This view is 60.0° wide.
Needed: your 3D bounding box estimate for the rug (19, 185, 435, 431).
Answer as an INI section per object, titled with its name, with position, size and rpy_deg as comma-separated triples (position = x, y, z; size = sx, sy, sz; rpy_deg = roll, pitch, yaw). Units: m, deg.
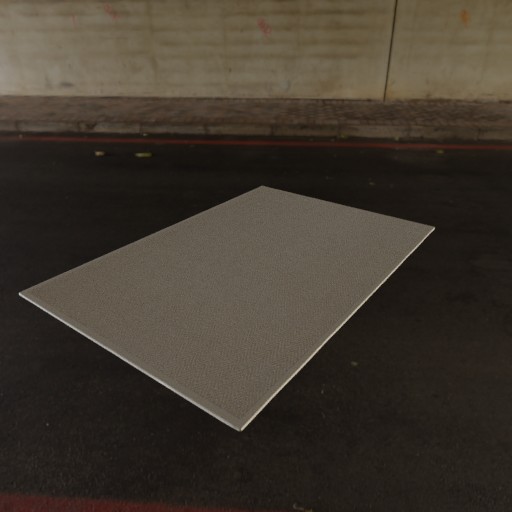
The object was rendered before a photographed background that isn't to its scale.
[rug]
position = 0.000, 0.000, 2.780
size = 1.532, 0.017, 2.244
rpy_deg = 19, 33, 32
